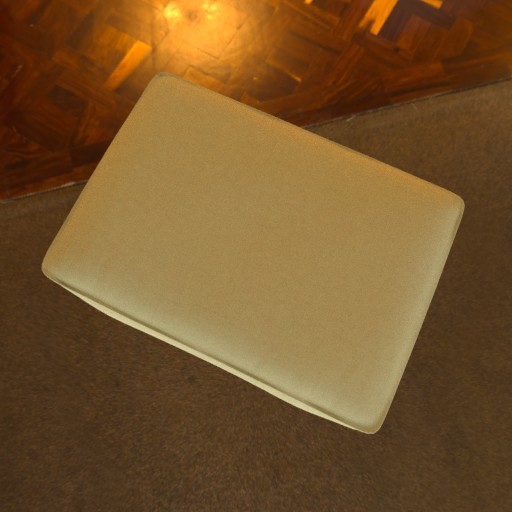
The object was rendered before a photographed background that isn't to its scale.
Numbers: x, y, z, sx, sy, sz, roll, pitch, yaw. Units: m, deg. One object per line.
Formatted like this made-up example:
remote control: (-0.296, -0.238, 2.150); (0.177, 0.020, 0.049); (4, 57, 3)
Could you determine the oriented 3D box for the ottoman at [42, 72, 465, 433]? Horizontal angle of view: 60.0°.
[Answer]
ottoman: (0.000, 0.000, 1.200); (0.848, 0.482, 0.611); (25, 77, 6)
